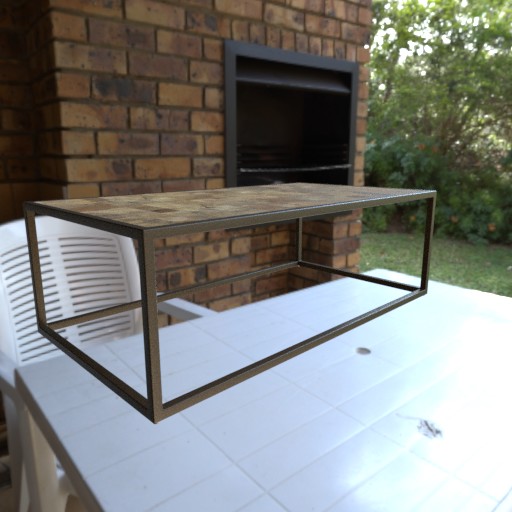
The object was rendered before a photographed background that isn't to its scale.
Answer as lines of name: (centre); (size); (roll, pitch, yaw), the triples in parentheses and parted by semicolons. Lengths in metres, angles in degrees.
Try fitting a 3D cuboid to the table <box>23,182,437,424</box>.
table: (0.000, 0.000, 1.470); (1.199, 0.398, 0.649); (-12, 18, -43)
